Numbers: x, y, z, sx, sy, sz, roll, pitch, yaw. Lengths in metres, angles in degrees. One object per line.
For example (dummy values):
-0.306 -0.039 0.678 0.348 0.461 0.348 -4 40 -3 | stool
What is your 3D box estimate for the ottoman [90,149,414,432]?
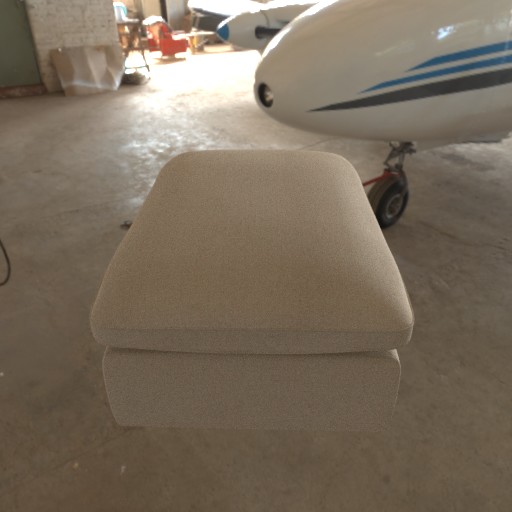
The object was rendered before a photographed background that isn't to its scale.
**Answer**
0.000 0.000 1.352 0.686 0.453 0.984 1 32 1 | ottoman
